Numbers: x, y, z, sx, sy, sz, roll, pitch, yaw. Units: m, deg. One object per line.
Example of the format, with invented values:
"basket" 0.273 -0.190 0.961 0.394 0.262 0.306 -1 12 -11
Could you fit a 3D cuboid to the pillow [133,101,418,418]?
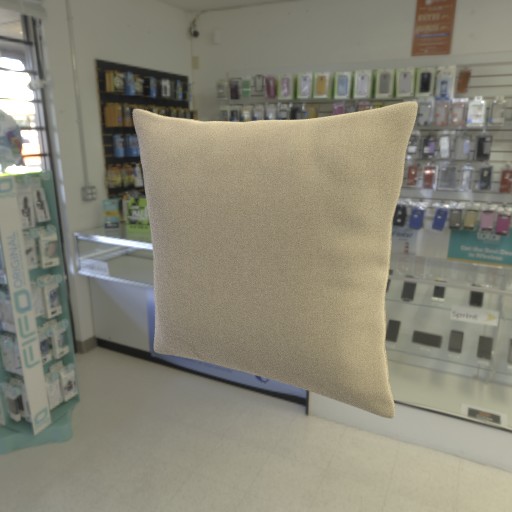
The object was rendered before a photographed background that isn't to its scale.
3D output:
"pillow" 0.000 0.000 0.793 0.523 0.510 0.166 8 18 27
